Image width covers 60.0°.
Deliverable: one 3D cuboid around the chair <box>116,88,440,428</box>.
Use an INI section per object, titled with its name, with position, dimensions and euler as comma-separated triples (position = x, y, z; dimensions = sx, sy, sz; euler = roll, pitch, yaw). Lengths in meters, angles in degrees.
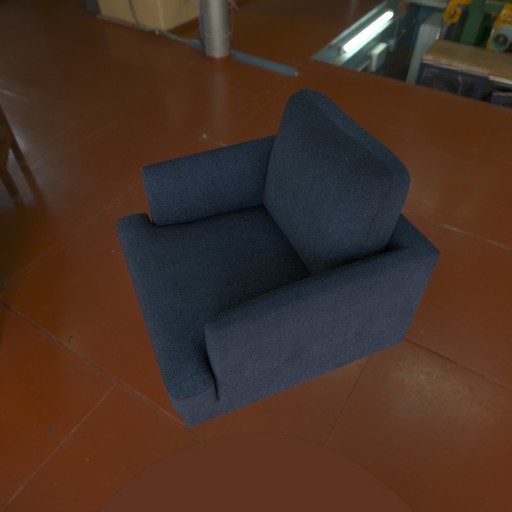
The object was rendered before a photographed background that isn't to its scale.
[chair]
position = 0.000, 0.000, 1.646
dimensions = 0.899, 0.957, 0.858
euler = -17, 49, -16
